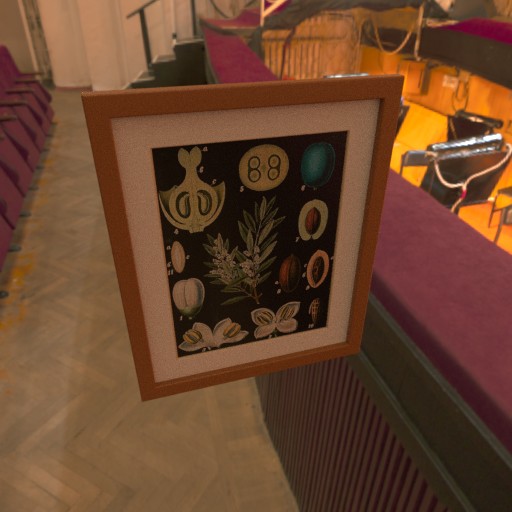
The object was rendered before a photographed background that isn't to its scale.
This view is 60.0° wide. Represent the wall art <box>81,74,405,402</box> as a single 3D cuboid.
[{"bbox_3d":[0.000,0.000,0.513,0.310,0.379,0.015,-9,33,-14],"label":"wall art"}]
